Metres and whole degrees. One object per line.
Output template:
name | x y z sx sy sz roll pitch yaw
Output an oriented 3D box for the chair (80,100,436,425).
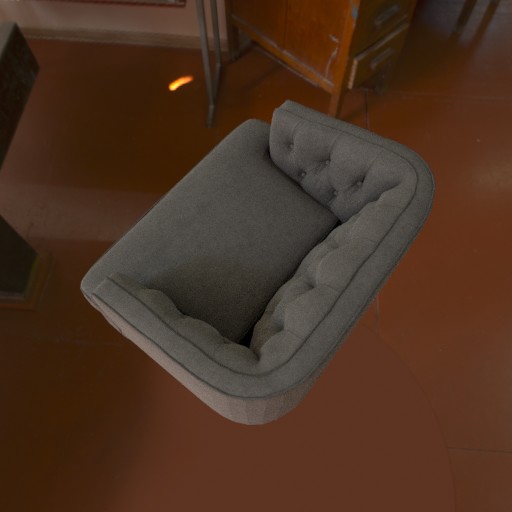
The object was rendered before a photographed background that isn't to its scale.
chair | 0.000 0.000 1.777 0.941 0.852 1.104 35 69 16
